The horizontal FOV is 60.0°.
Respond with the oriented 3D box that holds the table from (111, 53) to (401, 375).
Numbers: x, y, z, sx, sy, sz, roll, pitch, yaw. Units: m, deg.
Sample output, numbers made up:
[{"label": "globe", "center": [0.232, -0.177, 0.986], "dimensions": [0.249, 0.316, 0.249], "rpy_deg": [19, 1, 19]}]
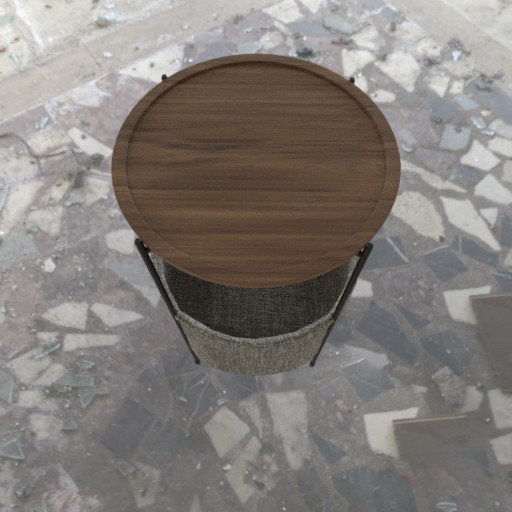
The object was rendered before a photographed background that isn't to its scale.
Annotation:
[{"label": "table", "center": [0.000, 0.000, 0.873], "dimensions": [0.400, 0.623, 0.400], "rpy_deg": [1, 63, 1]}]
